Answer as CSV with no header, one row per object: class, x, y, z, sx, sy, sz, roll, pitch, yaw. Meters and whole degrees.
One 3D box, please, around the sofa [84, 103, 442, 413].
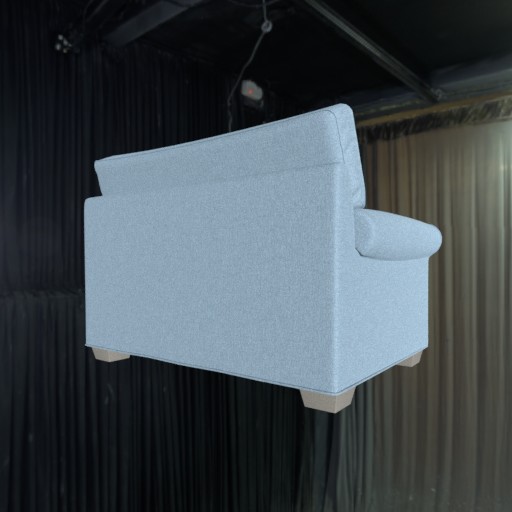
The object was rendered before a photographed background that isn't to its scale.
sofa,0.000,0.000,2.029,1.410,0.953,0.940,0,-1,37
